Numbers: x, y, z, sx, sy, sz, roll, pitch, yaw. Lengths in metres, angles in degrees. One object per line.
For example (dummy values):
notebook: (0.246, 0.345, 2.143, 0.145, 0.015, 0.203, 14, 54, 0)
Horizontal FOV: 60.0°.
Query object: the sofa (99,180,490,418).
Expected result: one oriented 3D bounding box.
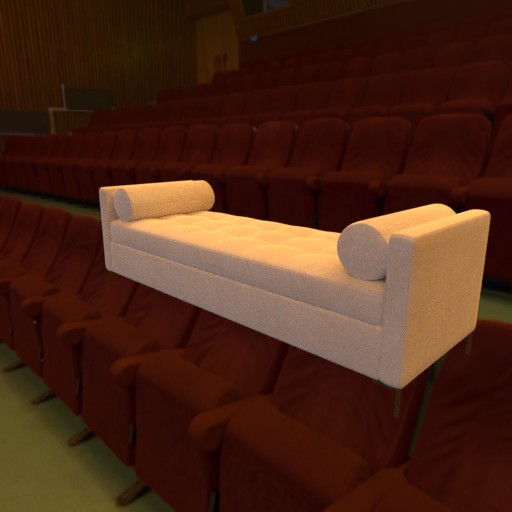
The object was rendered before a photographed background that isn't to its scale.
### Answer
sofa: (0.000, 0.000, 2.284, 1.981, 0.635, 0.686, 14, 20, 43)
